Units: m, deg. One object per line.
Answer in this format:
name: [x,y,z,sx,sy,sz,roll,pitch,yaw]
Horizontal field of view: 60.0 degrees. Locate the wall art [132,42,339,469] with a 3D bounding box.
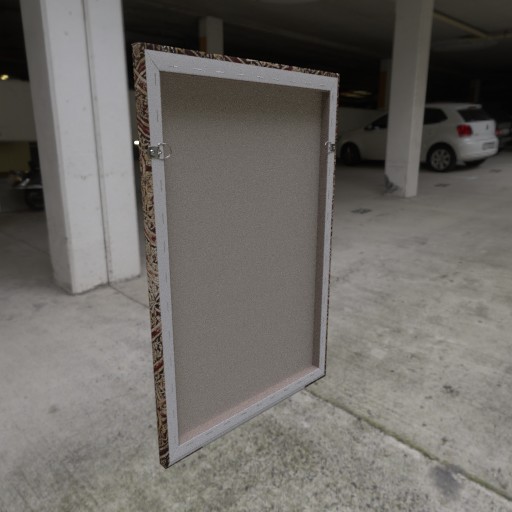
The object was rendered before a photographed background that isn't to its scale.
wall art: [0.000,0.000,1.114,0.599,0.904,0.030,-14,20,-42]
